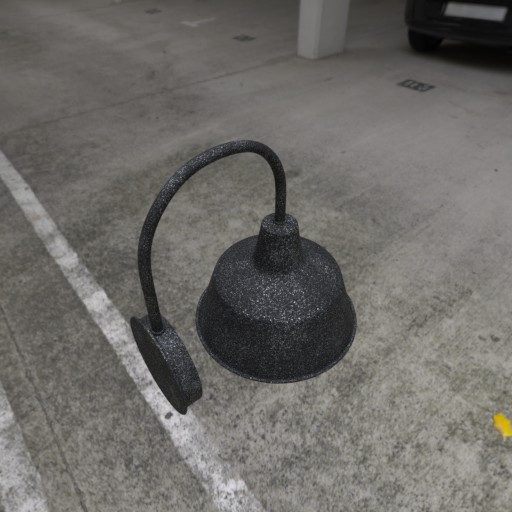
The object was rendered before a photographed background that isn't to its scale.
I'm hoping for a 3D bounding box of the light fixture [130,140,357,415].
[{"bbox_3d":[0.000,0.000,0.502,0.283,0.300,0.216,-27,49,-27],"label":"light fixture"}]
